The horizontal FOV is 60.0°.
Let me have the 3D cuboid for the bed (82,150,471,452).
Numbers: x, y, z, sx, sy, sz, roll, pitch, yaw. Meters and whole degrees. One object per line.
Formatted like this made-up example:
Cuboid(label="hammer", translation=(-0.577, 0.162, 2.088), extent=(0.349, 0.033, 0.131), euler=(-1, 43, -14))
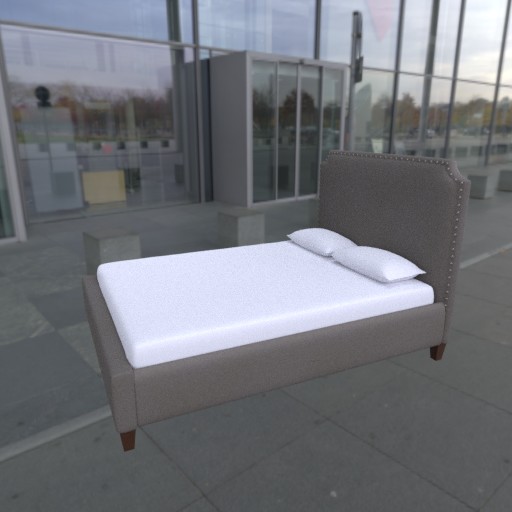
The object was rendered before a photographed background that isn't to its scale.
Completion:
Cuboid(label="bed", translation=(0.000, 0.000, 3.313), extent=(2.372, 1.443, 1.712), euler=(-8, 18, -24))
